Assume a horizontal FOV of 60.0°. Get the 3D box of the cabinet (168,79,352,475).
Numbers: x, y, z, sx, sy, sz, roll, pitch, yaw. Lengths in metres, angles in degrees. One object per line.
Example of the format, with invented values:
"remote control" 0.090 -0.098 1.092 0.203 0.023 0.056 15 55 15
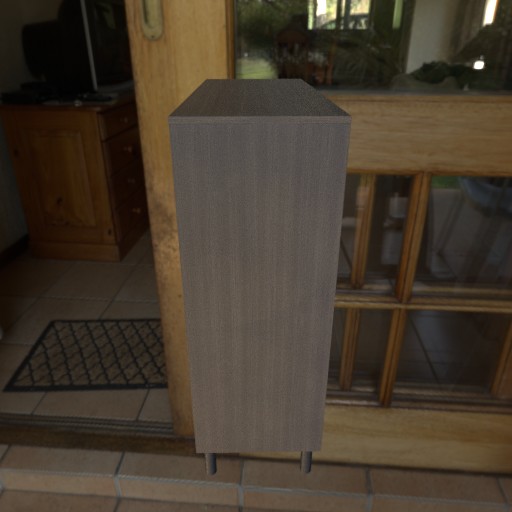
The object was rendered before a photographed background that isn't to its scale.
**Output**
"cabinet" 0.000 0.000 1.675 0.400 1.170 1.010 0 26 -1
